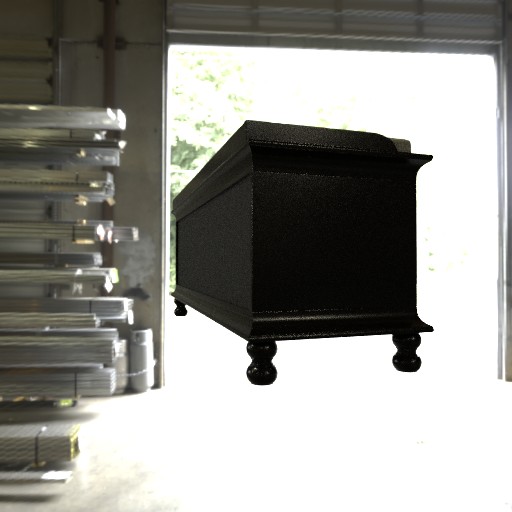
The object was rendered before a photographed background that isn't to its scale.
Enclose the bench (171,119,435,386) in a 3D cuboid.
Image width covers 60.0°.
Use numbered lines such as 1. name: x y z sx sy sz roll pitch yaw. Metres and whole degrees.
1. bench: 0.000 0.000 1.424 0.402 0.501 1.185 0 -1 -18
